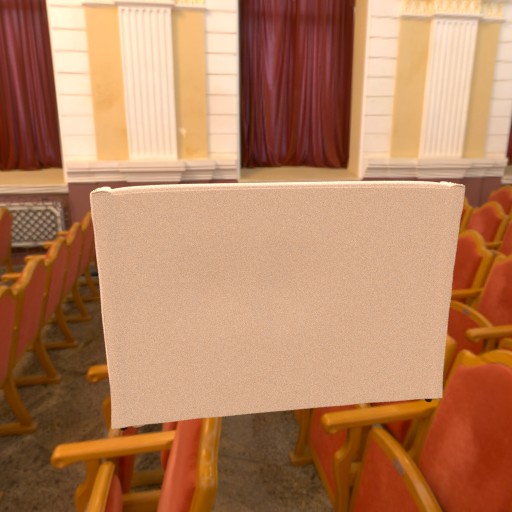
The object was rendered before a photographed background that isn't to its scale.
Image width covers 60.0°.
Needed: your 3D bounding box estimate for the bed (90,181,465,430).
[{"bbox_3d":[0.000,0.000,3.428,1.925,1.332,2.276,-2,15,-8],"label":"bed"}]
